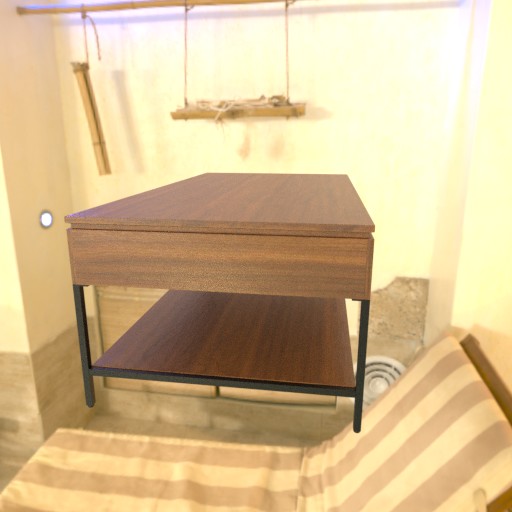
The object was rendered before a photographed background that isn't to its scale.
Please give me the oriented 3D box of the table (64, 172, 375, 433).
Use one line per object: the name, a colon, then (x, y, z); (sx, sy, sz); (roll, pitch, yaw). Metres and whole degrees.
table: (0.000, 0.000, 1.356); (0.574, 0.414, 1.057); (2, 15, 8)
